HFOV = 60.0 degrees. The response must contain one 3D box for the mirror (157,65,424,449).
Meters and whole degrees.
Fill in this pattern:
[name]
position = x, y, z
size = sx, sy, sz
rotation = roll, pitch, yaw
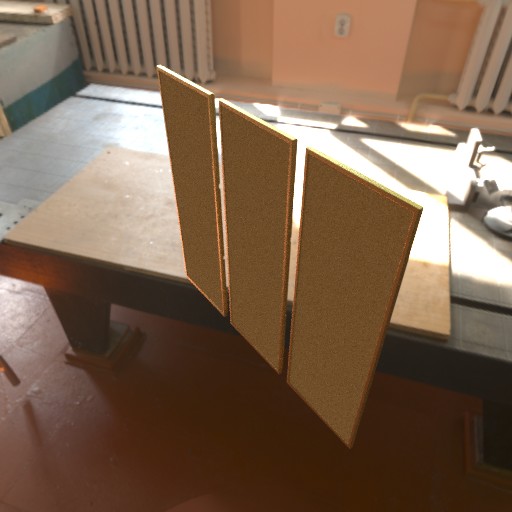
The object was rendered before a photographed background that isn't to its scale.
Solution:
[mirror]
position = 0.000, 0.000, 1.421
size = 0.023, 0.926, 1.011
rotation = -27, 47, -28
